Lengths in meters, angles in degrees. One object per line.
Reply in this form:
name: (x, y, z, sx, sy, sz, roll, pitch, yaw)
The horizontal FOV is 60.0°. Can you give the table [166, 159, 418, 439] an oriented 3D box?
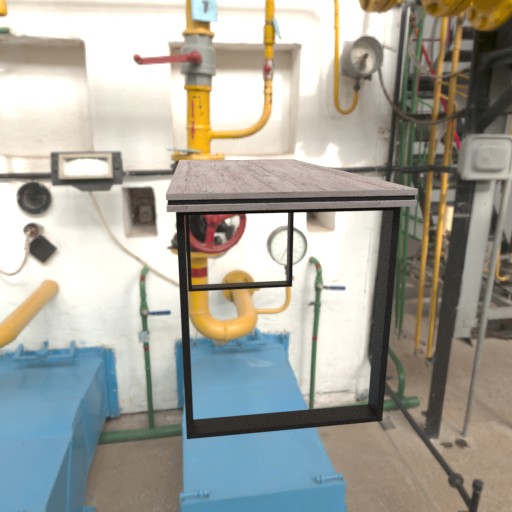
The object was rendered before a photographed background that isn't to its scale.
table: (0.000, 0.000, 2.334, 0.795, 0.899, 1.778, -2, 16, -8)
